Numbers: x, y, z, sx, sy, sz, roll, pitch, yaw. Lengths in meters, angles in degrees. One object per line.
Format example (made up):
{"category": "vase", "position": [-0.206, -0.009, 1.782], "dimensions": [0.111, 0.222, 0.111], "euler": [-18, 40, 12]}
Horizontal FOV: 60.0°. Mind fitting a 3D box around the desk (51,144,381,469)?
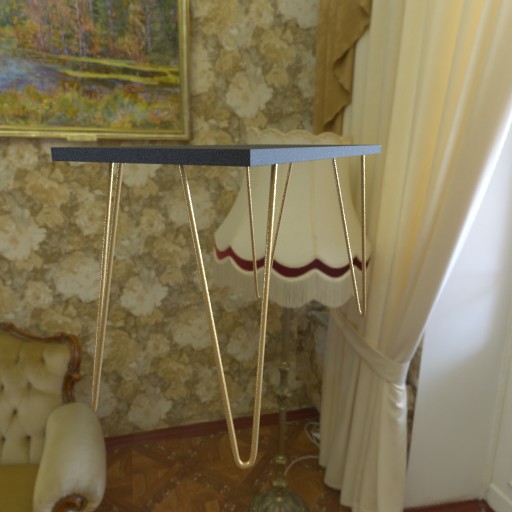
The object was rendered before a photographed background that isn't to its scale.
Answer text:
{"category": "desk", "position": [0.000, 0.000, 1.368], "dimensions": [0.499, 0.660, 0.991], "euler": [8, 16, 27]}
